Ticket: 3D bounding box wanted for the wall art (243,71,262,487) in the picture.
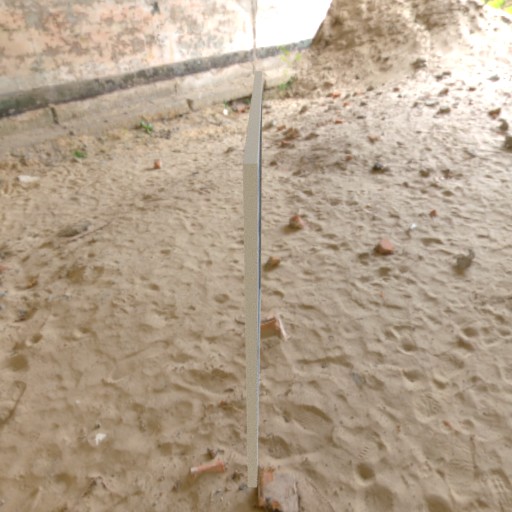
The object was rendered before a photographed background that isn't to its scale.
[{"bbox_3d":[0.000,0.000,0.678,0.012,0.457,0.457,1,31,1],"label":"wall art"}]
